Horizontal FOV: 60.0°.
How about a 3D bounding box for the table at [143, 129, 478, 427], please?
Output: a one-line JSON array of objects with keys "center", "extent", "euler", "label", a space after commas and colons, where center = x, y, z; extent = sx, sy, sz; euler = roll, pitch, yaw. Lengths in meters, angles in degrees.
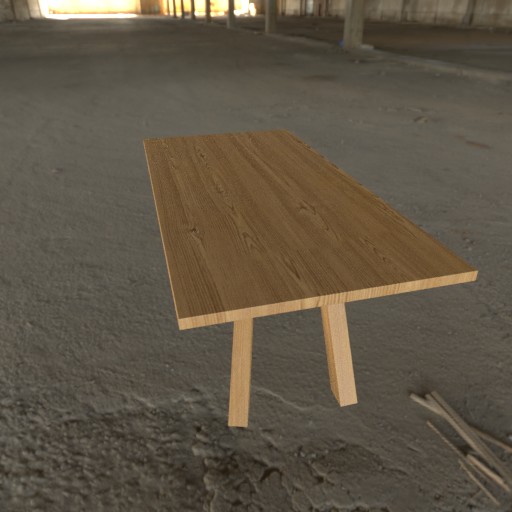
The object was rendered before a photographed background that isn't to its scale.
[{"center": [0.000, 0.000, 2.172], "extent": [0.901, 0.750, 1.797], "euler": [-8, 31, -13], "label": "table"}]
